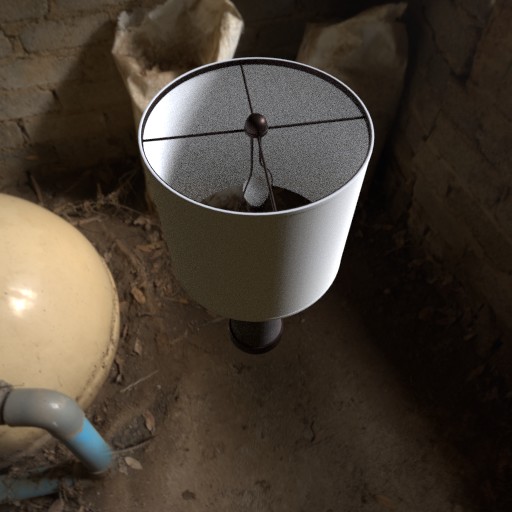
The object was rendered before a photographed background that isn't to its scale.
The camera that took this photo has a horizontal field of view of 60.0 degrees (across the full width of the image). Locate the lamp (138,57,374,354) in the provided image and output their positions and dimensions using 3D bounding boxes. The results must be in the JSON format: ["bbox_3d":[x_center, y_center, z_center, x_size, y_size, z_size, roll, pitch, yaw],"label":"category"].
[{"bbox_3d":[0.000,0.000,0.820,0.301,0.630,0.301,31,61,19],"label":"lamp"}]
